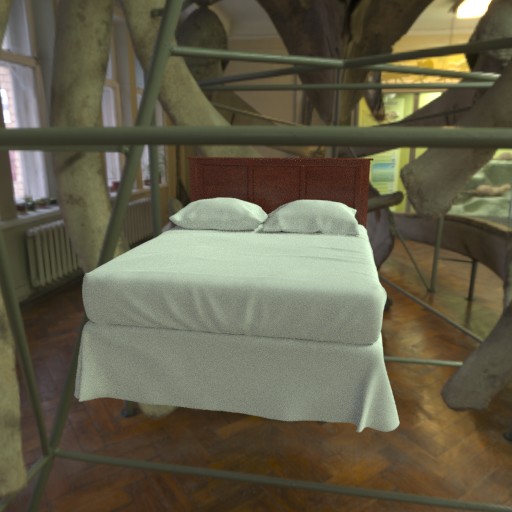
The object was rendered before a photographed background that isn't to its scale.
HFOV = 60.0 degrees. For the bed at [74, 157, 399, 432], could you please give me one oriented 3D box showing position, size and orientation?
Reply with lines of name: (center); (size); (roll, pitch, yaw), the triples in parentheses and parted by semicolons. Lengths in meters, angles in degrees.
bed: (0.000, 0.000, 3.126); (1.870, 1.270, 2.050); (3, 15, 10)
